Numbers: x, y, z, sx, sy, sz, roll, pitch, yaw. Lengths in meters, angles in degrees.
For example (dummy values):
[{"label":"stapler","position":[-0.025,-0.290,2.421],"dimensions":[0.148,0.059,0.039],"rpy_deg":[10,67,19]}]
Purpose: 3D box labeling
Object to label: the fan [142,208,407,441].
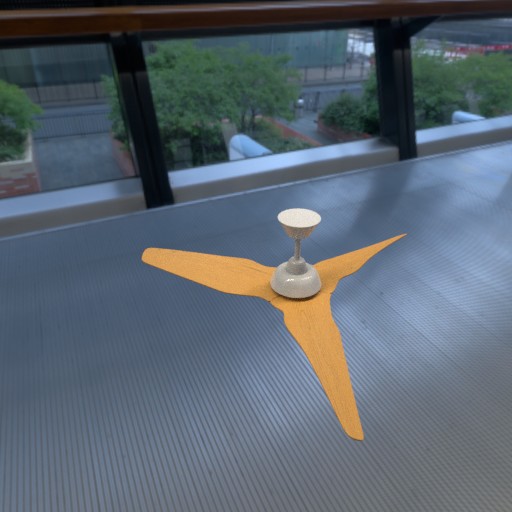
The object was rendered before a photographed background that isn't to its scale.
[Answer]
[{"label":"fan","position":[0.000,0.000,1.611],"dimensions":[1.010,0.355,1.142],"rpy_deg":[11,32,17]}]
